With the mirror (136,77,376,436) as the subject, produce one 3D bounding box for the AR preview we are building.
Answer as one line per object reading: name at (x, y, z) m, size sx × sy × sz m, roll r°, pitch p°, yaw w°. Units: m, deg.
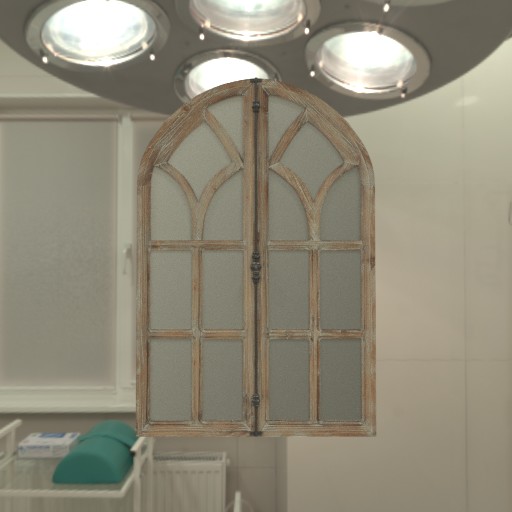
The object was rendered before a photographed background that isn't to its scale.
mirror at (0.000, 0.000, 1.131) m, size 0.609 × 0.915 × 0.032 m, roll 0°, pitch -1°, yaw 0°
